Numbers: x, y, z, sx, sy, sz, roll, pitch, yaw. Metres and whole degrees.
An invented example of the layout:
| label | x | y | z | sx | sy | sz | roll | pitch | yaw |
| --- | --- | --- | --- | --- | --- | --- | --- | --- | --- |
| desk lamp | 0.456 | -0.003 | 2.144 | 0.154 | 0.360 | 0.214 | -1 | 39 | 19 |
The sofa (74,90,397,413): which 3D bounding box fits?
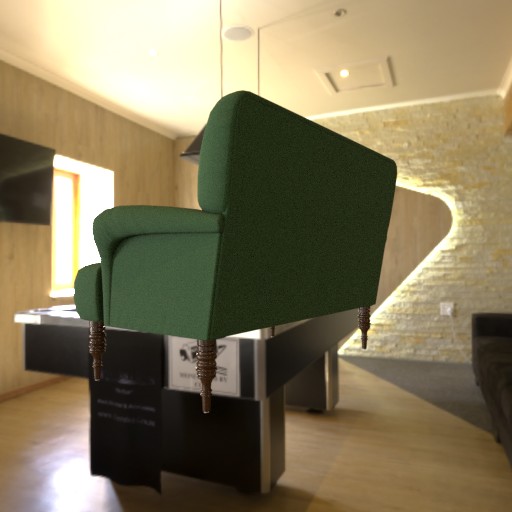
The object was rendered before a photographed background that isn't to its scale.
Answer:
| label | x | y | z | sx | sy | sz | roll | pitch | yaw |
| --- | --- | --- | --- | --- | --- | --- | --- | --- | --- |
| sofa | 0.000 | 0.000 | 1.832 | 0.779 | 0.889 | 1.297 | 0 | 0 | 38 |
